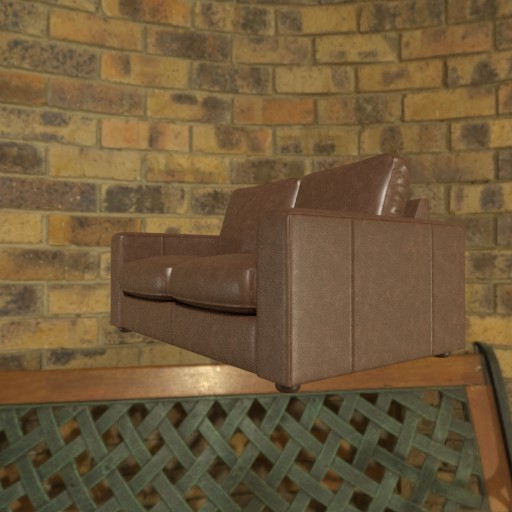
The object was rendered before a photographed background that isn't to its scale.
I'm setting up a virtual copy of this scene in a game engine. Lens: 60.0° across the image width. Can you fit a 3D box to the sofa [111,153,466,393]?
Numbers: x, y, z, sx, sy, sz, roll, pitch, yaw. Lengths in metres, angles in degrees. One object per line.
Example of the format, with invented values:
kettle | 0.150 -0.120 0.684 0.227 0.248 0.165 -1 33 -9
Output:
sofa | 0.000 0.000 2.216 1.016 0.873 1.616 0 -1 -36
